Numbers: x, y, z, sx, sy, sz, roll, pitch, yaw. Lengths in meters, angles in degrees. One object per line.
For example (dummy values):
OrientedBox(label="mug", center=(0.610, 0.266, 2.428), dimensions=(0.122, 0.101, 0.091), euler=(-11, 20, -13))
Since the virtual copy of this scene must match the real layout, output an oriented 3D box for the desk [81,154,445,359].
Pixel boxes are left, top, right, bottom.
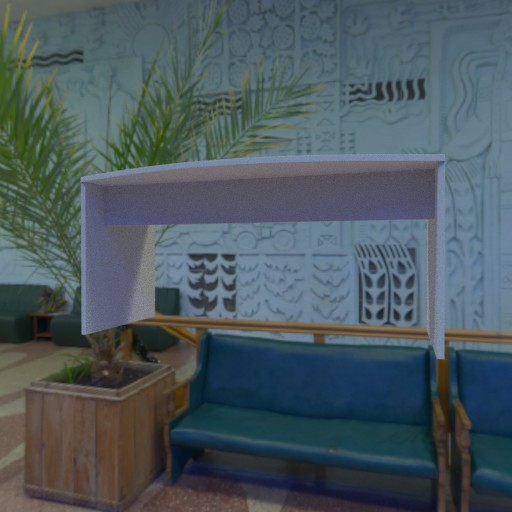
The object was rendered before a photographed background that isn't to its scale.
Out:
OrientedBox(label="desk", center=(0.000, 0.000, 2.088), dimensions=(1.600, 0.750, 0.802), euler=(0, 1, 18))
